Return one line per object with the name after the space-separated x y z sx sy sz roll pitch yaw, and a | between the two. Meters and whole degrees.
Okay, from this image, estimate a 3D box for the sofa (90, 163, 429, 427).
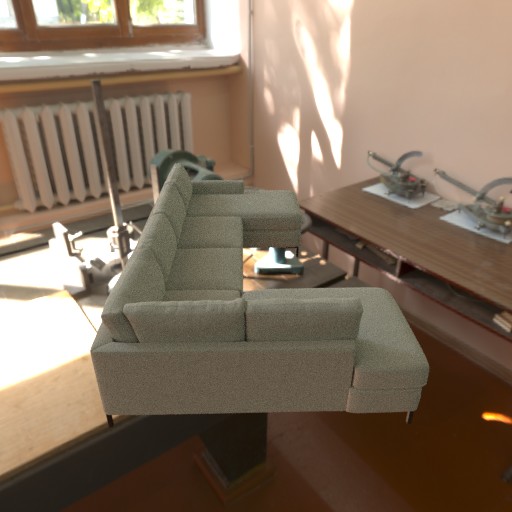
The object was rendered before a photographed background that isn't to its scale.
0.000 0.000 3.871 1.989 0.862 2.984 -1 29 -1 | sofa
